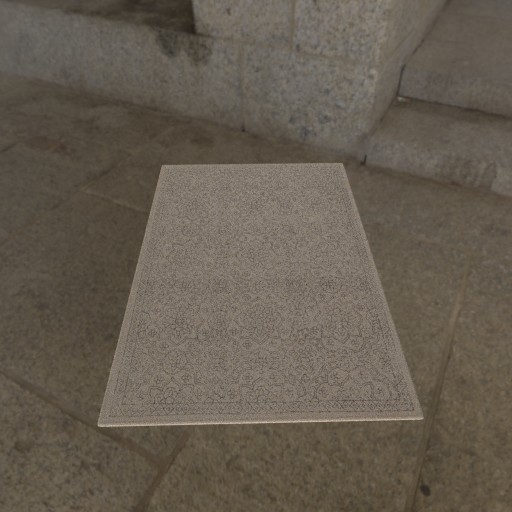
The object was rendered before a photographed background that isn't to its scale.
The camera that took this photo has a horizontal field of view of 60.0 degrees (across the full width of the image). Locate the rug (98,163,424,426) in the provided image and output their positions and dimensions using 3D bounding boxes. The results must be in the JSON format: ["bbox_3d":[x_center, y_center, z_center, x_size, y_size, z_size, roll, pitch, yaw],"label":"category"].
[{"bbox_3d":[0.000,0.000,2.901,1.524,0.011,2.286,-1,43,-1],"label":"rug"}]
